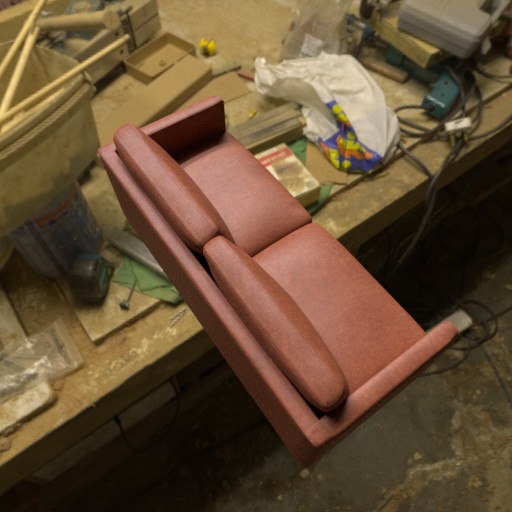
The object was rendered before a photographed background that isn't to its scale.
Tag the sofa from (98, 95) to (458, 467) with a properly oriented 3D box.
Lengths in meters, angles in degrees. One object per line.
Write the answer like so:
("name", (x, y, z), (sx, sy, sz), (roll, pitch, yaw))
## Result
("sofa", (0.000, 0.000, 2.728), (0.950, 0.932, 2.204), (-31, 63, -18))
